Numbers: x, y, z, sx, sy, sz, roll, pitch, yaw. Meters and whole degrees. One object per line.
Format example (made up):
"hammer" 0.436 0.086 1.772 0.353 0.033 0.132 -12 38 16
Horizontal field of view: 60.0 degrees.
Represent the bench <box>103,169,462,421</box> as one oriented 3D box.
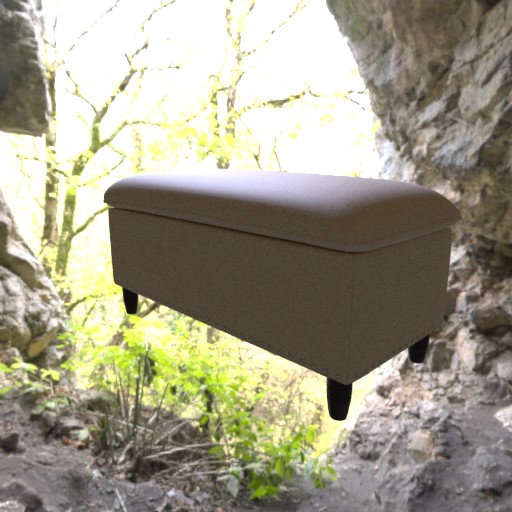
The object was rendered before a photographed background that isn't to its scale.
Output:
"bench" 0.000 0.000 1.280 0.483 0.483 0.991 -13 19 -43
